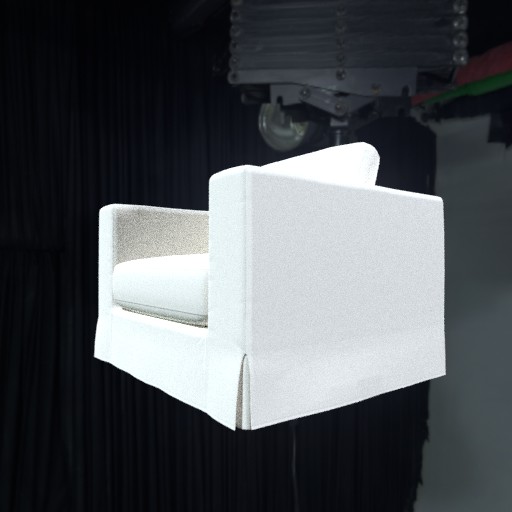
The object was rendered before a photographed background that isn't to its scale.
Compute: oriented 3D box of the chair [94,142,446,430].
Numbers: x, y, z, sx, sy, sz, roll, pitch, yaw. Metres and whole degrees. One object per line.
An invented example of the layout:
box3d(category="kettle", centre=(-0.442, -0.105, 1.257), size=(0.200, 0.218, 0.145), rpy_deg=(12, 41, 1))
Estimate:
box3d(category="chair", centre=(0.000, 0.000, 1.809), size=(0.957, 0.878, 1.150), rpy_deg=(1, -1, -37))
